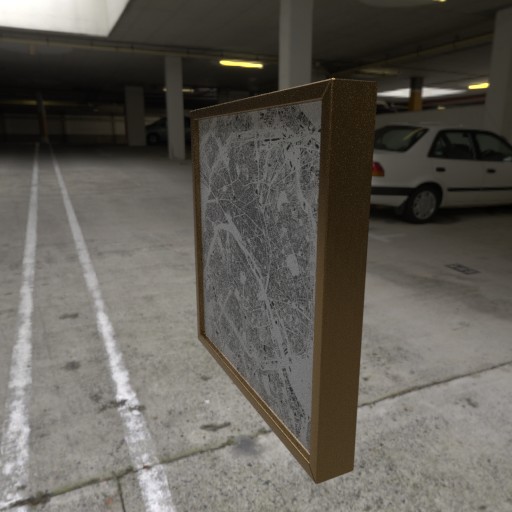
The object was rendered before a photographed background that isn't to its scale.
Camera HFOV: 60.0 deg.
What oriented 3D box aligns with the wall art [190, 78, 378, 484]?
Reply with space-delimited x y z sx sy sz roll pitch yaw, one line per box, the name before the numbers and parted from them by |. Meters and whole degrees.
wall art | 0.000 0.000 0.459 0.037 0.305 0.305 -6 15 -24
